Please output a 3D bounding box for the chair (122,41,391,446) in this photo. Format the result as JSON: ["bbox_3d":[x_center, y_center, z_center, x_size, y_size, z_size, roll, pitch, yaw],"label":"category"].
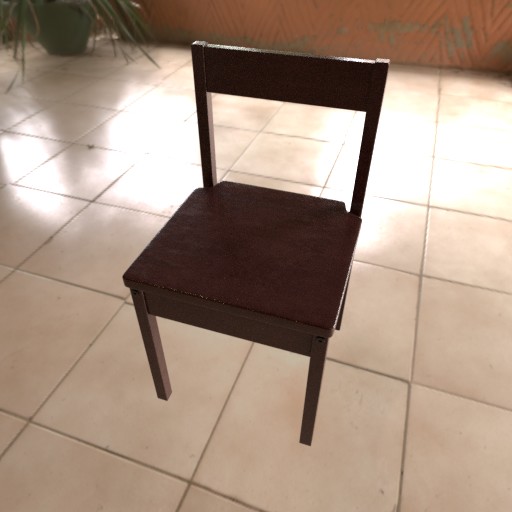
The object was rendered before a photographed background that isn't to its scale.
[{"bbox_3d":[0.000,0.000,0.868,0.367,0.668,0.361,12,42,14],"label":"chair"}]
